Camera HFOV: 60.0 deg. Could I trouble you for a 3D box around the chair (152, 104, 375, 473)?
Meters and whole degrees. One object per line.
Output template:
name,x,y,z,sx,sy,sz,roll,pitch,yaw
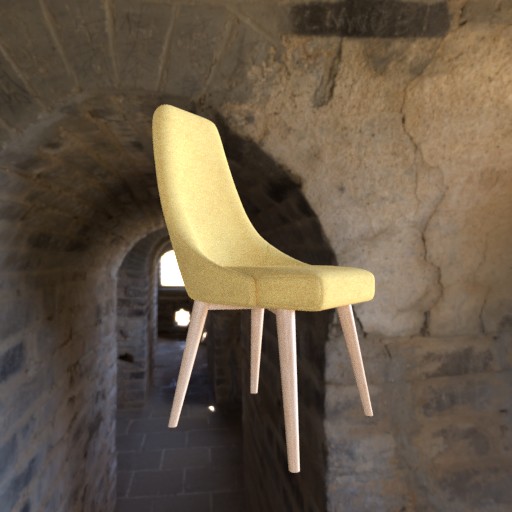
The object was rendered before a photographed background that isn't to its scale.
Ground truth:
chair,0.000,0.000,1.415,0.660,1.040,0.510,0,-1,36
